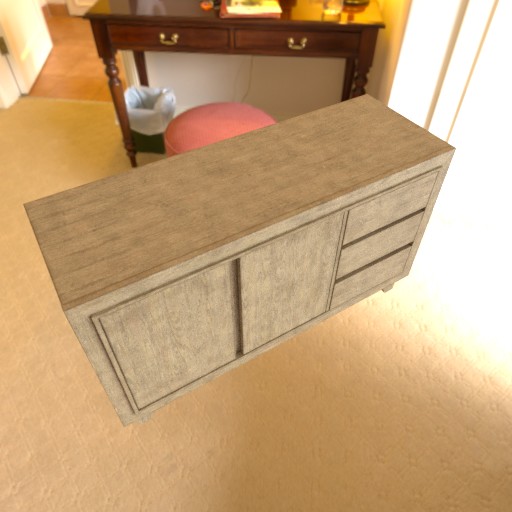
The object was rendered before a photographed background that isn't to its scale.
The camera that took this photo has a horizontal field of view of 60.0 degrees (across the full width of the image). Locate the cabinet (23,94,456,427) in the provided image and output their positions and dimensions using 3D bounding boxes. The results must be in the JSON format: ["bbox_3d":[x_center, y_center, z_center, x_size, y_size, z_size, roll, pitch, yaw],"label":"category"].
[{"bbox_3d":[0.000,0.000,1.846,1.460,0.825,0.511,-24,51,-21],"label":"cabinet"}]
